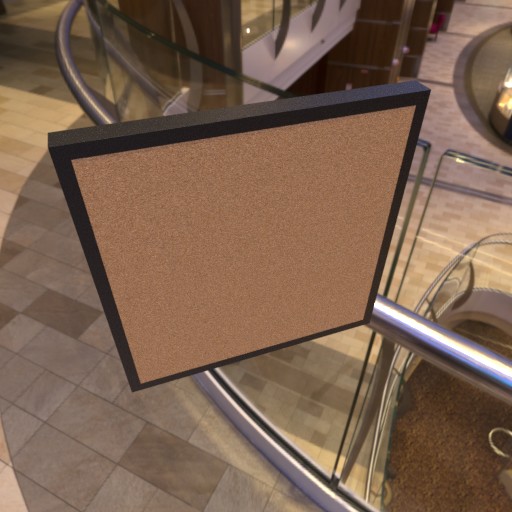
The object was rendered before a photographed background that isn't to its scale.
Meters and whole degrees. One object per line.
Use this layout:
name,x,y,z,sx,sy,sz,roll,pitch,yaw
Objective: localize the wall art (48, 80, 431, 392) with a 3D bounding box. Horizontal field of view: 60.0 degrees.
wall art,0.000,0.000,0.741,0.508,0.508,0.038,-13,43,-14
